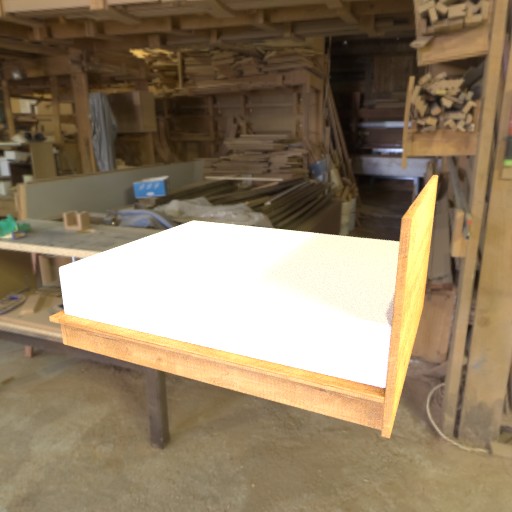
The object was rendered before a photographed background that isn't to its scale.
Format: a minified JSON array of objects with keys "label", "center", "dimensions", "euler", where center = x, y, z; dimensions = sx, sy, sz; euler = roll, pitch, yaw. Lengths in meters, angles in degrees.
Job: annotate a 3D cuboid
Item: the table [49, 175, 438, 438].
[{"label":"table","center":[0.000,0.000,3.078],"dimensions":[2.149,1.041,1.707],"euler":[7,18,24]}]
